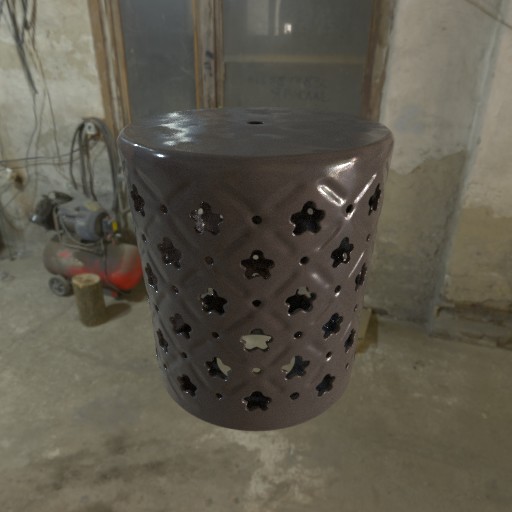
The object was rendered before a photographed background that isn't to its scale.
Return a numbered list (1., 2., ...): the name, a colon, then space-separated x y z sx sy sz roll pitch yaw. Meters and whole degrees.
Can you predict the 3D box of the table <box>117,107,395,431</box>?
1. table: 0.000 0.000 0.662 0.352 0.387 0.352 0 26 0
